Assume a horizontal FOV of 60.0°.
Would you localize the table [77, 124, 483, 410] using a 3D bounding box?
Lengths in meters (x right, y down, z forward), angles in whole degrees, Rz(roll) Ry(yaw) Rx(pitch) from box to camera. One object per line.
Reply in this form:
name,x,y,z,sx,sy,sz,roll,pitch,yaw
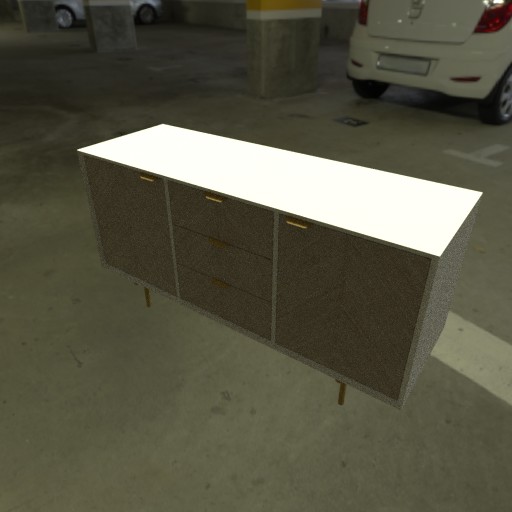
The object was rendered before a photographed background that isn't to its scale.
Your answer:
table,0.000,0.000,1.876,1.500,0.769,0.508,20,37,29
